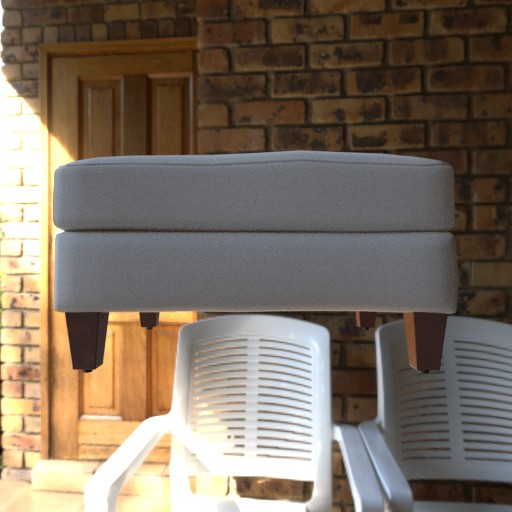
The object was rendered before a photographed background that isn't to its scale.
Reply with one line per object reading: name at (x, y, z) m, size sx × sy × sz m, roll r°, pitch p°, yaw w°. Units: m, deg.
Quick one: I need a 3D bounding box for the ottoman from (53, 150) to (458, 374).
ottoman at (0.000, 0.000, 1.170) m, size 0.818 × 0.479 × 0.634 m, roll 0°, pitch 0°, yaw 0°
